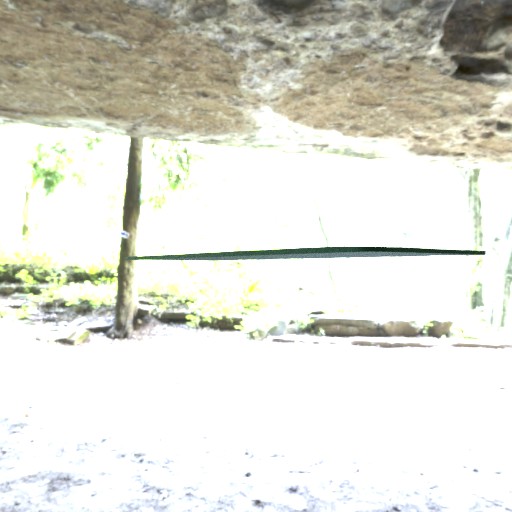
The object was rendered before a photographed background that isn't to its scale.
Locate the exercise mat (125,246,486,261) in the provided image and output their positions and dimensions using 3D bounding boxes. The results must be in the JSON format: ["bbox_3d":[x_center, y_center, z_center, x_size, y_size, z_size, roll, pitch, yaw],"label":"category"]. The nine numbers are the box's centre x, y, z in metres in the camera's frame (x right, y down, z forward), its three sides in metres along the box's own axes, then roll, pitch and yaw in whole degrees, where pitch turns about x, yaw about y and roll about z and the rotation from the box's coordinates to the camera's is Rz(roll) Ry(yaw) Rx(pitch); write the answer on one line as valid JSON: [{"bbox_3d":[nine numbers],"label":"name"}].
[{"bbox_3d":[0.000,0.000,2.071,0.616,0.021,1.869,1,-2,-36],"label":"exercise mat"}]
